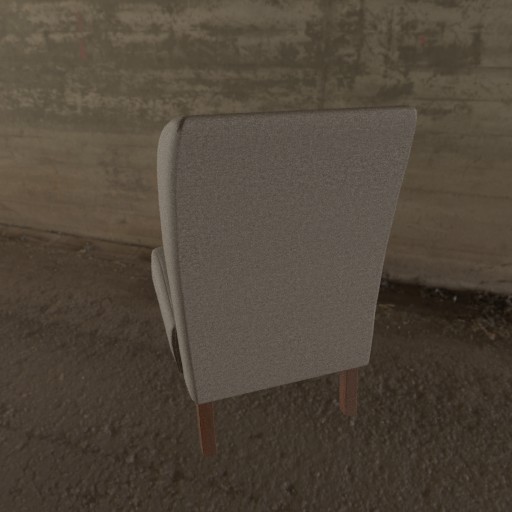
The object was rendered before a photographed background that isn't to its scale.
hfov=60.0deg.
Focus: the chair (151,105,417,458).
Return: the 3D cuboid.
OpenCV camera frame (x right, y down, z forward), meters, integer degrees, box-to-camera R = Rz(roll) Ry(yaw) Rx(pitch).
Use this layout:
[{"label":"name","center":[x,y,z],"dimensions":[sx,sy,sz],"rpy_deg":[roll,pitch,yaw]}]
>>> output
[{"label":"chair","center":[0.000,0.000,1.163],"dimensions":[0.513,0.804,0.592],"rpy_deg":[-9,27,-18]}]
